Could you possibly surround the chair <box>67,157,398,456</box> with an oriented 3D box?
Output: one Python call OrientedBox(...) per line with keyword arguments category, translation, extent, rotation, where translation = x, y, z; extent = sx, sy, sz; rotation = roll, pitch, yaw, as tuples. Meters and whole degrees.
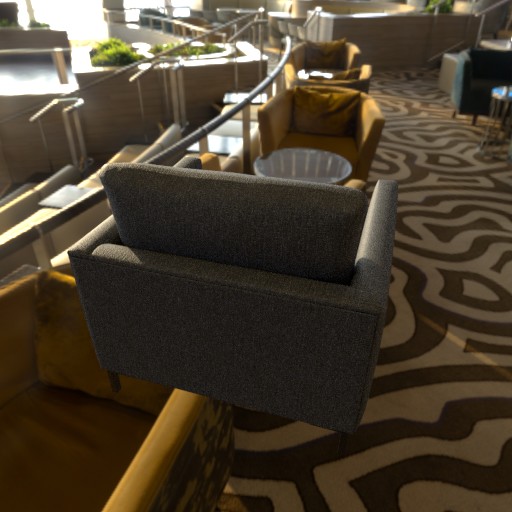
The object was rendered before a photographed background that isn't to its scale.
OrientedBox(category="chair", translation=(0.000, 0.000, 1.656), extent=(0.963, 0.861, 0.866), rotation=(10, 34, 15))
